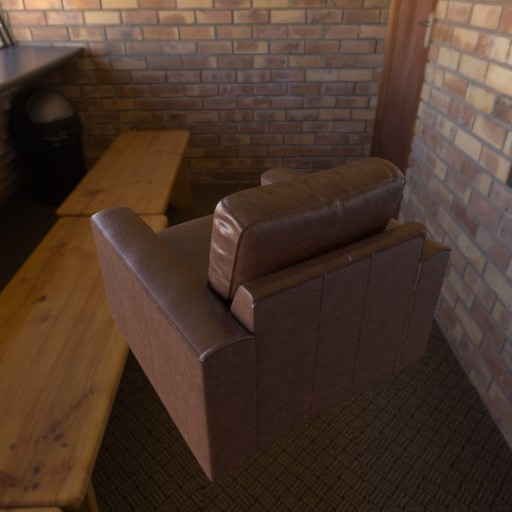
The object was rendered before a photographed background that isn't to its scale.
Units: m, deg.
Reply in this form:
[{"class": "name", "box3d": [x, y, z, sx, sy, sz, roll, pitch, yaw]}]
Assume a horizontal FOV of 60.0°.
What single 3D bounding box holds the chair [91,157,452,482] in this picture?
[{"class": "chair", "box3d": [0.000, 0.000, 1.750, 1.005, 0.873, 1.016, -19, 37, -28]}]
